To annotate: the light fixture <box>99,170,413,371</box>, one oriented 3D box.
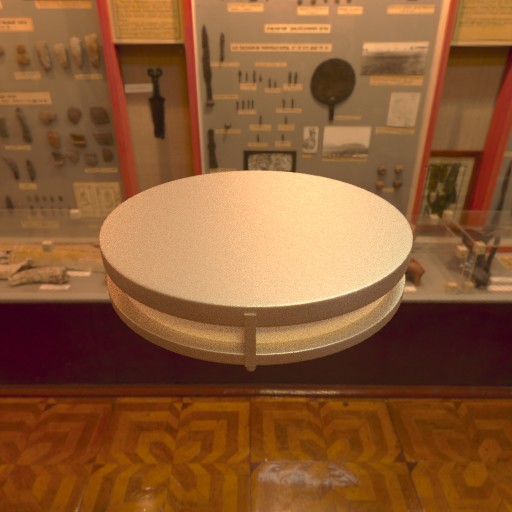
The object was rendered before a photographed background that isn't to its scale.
[{"bbox_3d":[0.000,0.000,0.546,0.356,0.102,0.356,0,29,0],"label":"light fixture"}]
